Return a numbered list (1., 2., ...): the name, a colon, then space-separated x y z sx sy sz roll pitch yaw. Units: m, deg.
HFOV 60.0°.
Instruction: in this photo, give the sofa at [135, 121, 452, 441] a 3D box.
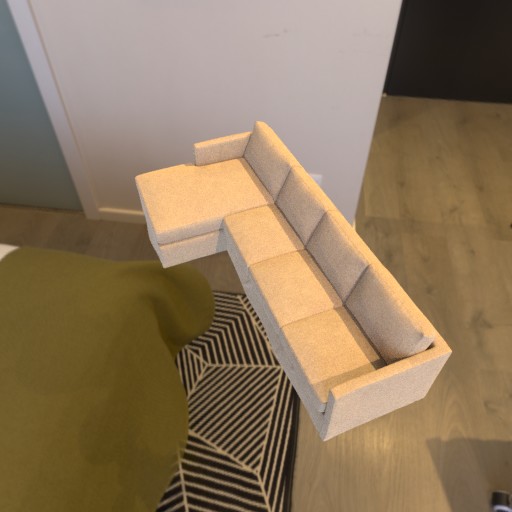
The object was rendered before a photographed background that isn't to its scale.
1. sofa: 0.000 0.000 4.039 1.638 0.920 3.198 -16 49 -15
